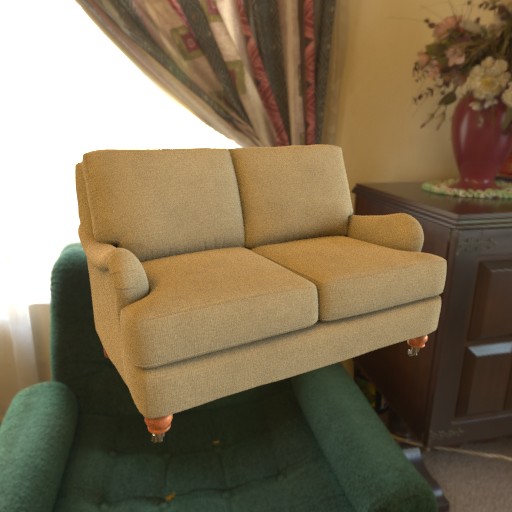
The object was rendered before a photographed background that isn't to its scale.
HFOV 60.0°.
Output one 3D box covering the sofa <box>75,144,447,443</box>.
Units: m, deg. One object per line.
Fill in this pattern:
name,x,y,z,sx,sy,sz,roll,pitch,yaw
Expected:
sofa,0.000,0.000,2.113,1.480,0.999,1.087,-9,18,-28
